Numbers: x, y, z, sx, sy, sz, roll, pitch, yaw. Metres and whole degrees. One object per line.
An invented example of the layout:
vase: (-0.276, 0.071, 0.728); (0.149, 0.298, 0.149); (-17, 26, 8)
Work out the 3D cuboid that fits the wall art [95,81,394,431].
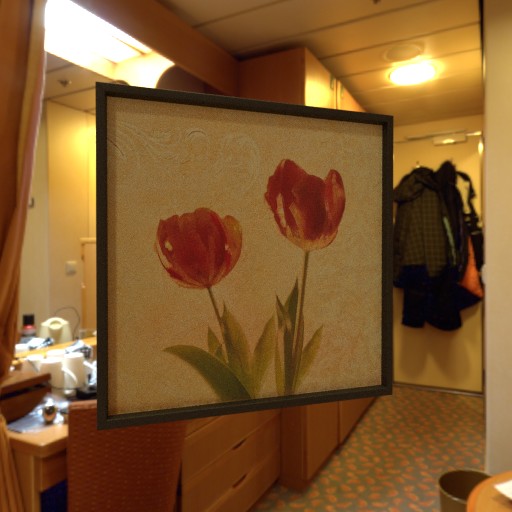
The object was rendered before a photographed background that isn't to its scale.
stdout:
wall art: (0.000, 0.000, 0.516); (0.349, 0.349, 0.038); (0, 1, -19)
